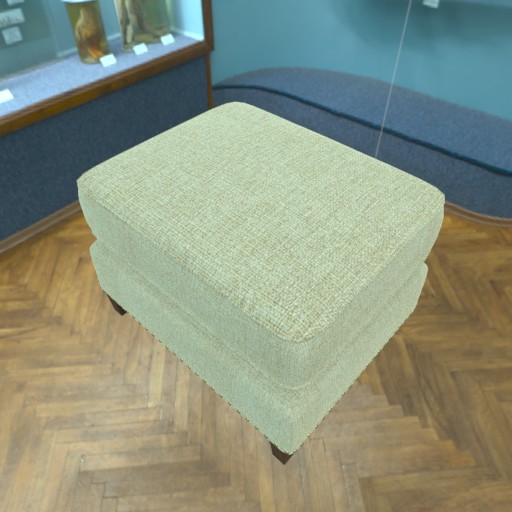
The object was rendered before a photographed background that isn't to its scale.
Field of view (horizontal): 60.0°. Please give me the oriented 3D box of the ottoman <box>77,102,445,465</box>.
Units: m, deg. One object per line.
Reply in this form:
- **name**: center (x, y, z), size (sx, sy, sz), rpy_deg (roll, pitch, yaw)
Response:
- **ottoman**: center (0.000, 0.000, 1.172), size (0.738, 0.537, 0.589), rpy_deg (33, 54, 28)
